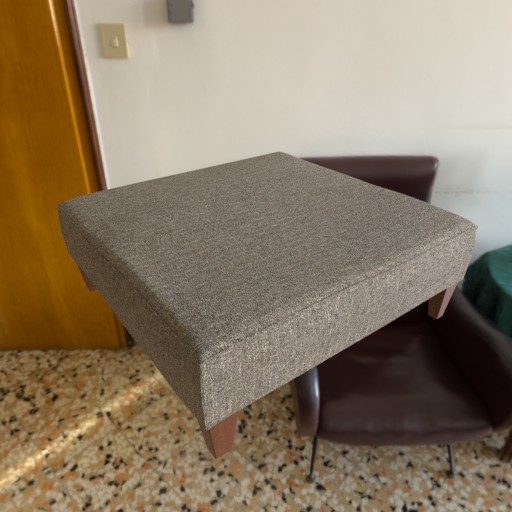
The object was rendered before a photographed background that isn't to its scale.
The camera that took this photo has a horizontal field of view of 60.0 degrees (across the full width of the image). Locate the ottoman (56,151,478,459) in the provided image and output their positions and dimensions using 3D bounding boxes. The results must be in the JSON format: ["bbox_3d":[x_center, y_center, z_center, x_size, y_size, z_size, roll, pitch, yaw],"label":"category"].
[{"bbox_3d":[0.000,0.000,1.508,1.016,0.379,0.981,-20,36,-31],"label":"ottoman"}]
